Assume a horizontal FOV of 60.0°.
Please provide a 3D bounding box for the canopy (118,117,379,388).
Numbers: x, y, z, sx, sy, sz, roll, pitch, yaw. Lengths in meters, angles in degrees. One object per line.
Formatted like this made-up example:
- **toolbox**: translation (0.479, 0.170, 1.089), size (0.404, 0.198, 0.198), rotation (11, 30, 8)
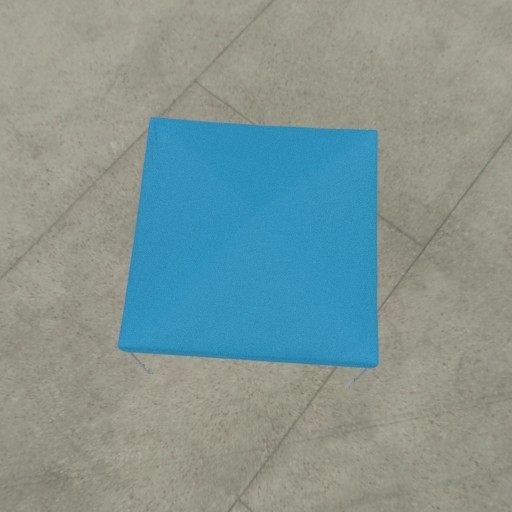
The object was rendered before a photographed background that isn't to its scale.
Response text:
- **canopy**: translation (0.000, 0.000, 5.141), size (2.849, 2.850, 2.850), rotation (4, 75, 1)
